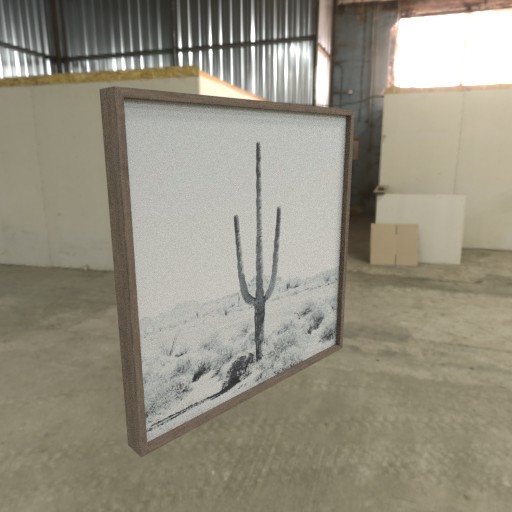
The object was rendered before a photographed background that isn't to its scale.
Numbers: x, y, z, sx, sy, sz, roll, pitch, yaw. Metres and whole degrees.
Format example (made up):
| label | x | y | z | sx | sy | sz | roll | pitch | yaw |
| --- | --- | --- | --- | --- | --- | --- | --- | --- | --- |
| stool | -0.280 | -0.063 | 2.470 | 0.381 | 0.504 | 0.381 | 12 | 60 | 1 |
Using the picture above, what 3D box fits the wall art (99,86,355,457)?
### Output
| label | x | y | z | sx | sy | sz | roll | pitch | yaw |
| --- | --- | --- | --- | --- | --- | --- | --- | --- | --- |
| wall art | 0.000 | 0.000 | 0.770 | 0.508 | 0.508 | 0.038 | -14 | 19 | -43 |
